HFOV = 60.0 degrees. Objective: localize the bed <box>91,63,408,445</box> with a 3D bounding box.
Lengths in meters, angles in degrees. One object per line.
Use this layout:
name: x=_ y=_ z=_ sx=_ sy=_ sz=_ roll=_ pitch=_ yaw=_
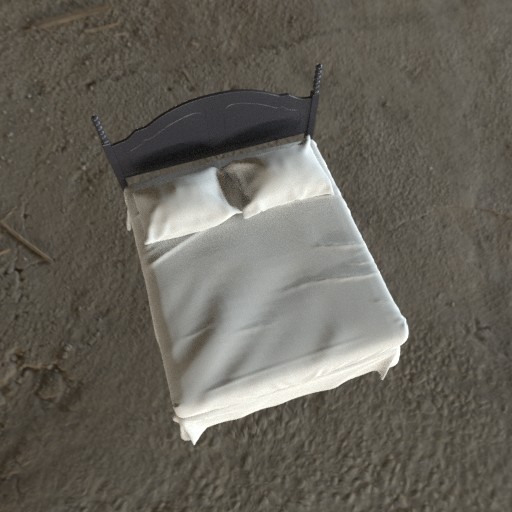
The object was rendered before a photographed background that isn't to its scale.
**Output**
bed: x=0.000 y=0.000 z=3.210 sx=1.873 sy=1.356 sz=2.040 roll=-16 pitch=64 yaw=-8
